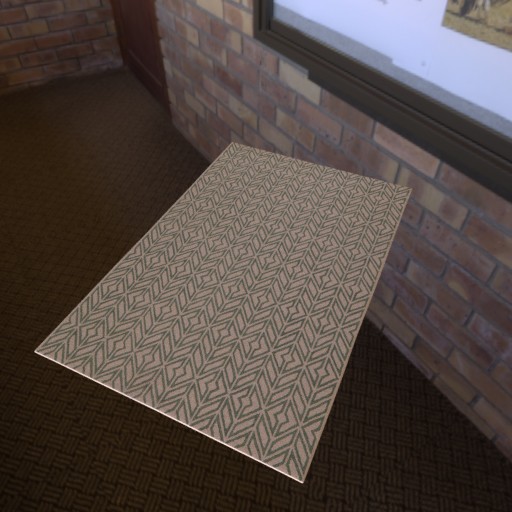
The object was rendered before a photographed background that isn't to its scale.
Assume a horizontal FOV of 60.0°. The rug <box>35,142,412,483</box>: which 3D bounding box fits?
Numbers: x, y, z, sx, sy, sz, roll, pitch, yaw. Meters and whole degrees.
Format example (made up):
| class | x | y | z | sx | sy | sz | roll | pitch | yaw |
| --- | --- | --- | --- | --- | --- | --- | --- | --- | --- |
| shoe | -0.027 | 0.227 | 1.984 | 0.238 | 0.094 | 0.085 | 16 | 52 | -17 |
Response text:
| class | x | y | z | sx | sy | sz | roll | pitch | yaw |
| --- | --- | --- | --- | --- | --- | --- | --- | --- | --- |
| rug | 0.000 | 0.000 | 2.277 | 1.220 | 0.007 | 1.828 | 19 | 49 | 17 |
